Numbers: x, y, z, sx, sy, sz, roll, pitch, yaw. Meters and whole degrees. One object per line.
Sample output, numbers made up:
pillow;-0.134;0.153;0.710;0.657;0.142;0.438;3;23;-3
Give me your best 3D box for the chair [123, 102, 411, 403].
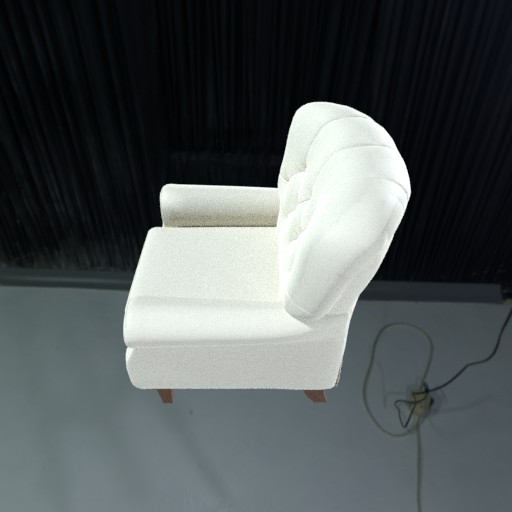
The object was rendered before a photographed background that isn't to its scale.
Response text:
chair;0.000;0.000;2.043;1.132;1.169;1.035;0;42;0
